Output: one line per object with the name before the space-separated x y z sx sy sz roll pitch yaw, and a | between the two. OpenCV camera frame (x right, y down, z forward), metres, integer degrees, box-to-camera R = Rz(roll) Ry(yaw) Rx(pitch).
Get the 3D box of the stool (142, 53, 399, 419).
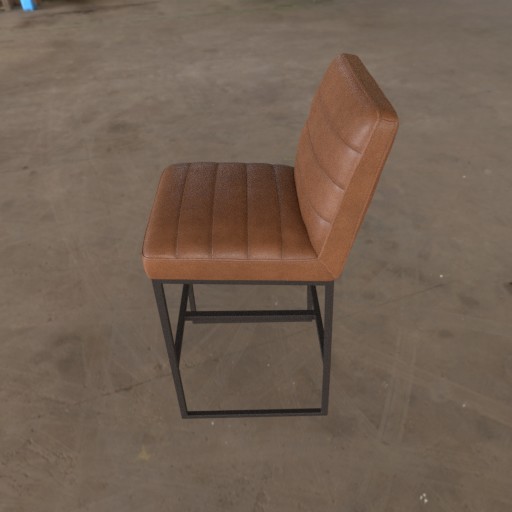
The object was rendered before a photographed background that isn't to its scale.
stool | 0.000 0.000 1.319 0.556 1.040 0.458 -1 40 -1
